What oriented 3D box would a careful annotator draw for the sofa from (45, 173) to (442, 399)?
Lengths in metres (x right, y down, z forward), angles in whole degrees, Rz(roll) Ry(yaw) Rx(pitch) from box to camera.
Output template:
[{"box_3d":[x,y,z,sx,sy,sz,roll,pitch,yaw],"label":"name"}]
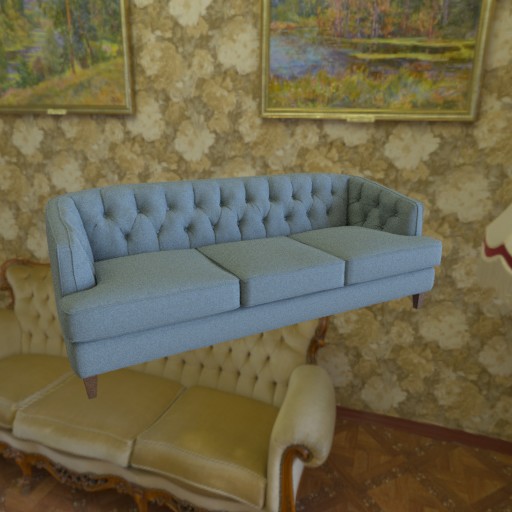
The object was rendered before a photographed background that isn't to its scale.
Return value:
[{"box_3d":[0.000,0.000,2.693,2.278,0.855,0.941,-9,19,-27],"label":"sofa"}]
